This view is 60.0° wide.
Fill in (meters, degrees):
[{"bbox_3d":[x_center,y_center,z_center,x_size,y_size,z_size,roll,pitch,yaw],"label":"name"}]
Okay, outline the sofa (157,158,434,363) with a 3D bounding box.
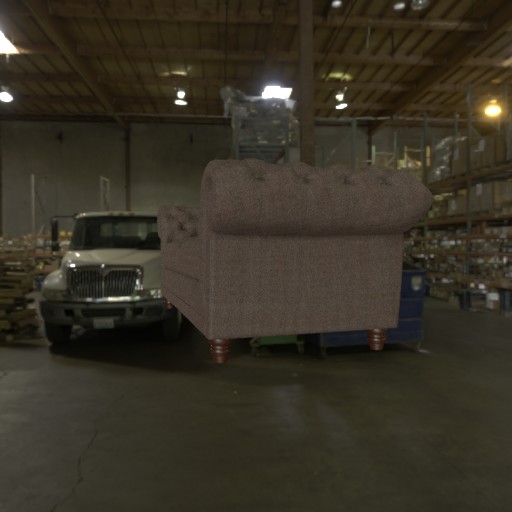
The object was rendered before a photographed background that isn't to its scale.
[{"bbox_3d":[0.000,0.000,2.566,0.944,0.780,2.048,0,1,-18],"label":"sofa"}]
